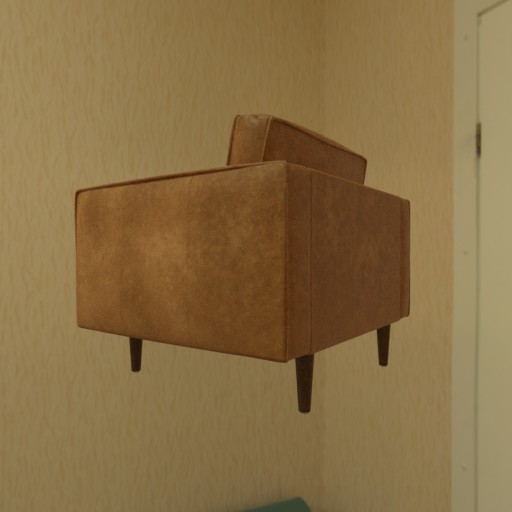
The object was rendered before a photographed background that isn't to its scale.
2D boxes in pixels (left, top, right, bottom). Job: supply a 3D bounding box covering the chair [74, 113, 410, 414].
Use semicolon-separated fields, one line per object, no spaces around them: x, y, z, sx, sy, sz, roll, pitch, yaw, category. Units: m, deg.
0.000;0.000;1.521;0.798;0.767;0.928;0;1;36;chair
